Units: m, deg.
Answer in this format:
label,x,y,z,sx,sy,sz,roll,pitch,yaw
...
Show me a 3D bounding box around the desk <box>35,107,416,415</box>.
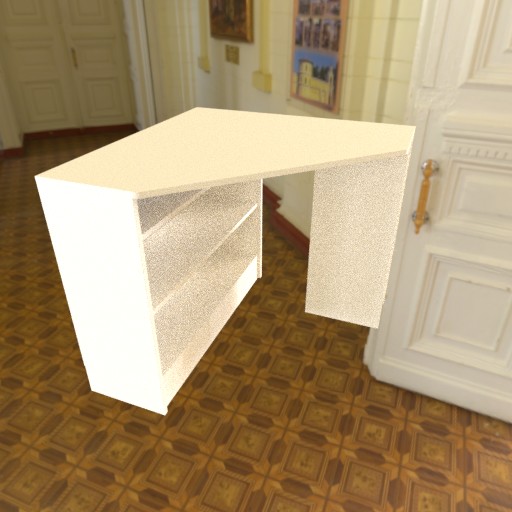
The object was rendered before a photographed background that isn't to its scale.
label,x,y,z,sx,sy,sz,roll,pitch,yaw
desk,0.000,0.000,1.644,0.926,0.818,0.940,11,32,18
